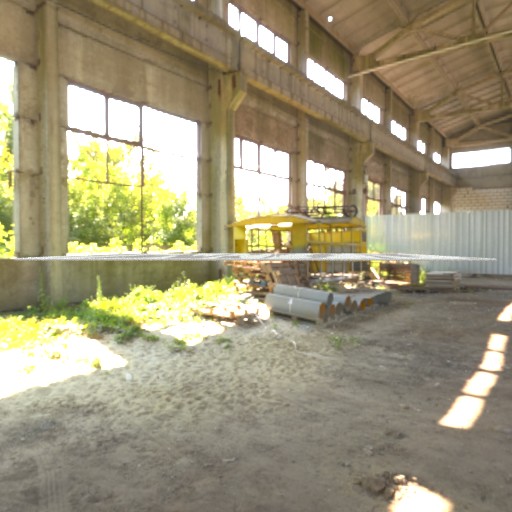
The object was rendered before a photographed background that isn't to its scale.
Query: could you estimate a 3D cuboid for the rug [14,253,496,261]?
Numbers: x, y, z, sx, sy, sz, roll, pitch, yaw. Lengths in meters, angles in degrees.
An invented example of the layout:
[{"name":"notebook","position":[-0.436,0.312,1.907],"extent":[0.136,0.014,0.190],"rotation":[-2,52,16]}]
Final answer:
[{"name":"rug","position":[0.000,0.000,2.283],"extent":[1.827,0.008,1.225],"rotation":[0,1,1]}]
